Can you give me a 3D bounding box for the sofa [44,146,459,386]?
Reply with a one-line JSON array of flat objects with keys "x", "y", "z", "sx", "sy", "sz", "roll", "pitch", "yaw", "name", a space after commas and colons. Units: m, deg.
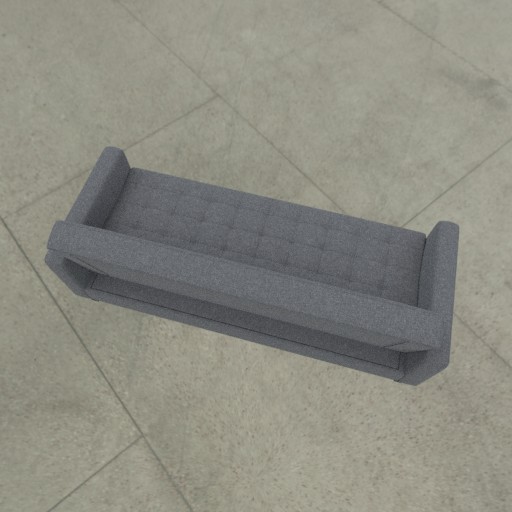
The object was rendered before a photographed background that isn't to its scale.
[{"x": 0.000, "y": 0.000, "z": 2.434, "sx": 2.040, "sy": 0.850, "sz": 0.810, "roll": 14, "pitch": 64, "yaw": 7, "name": "sofa"}]
